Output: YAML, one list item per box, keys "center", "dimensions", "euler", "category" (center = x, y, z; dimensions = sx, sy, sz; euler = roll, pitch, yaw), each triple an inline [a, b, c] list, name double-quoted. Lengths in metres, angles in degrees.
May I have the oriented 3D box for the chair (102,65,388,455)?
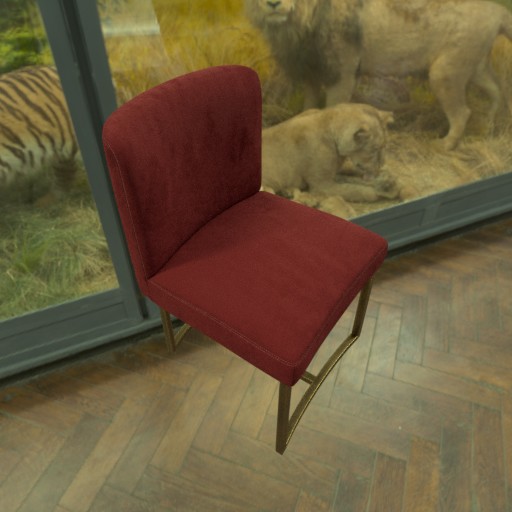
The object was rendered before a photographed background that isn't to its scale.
- center: [0.000, 0.000, 1.191]
  dimensions: [0.560, 0.824, 0.530]
  euler: [25, 47, 25]
  category: "chair"
